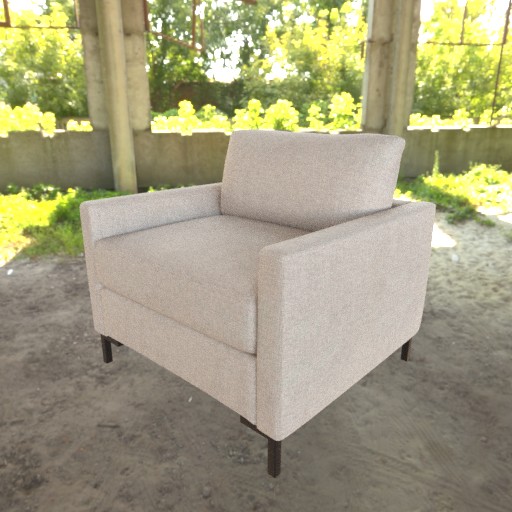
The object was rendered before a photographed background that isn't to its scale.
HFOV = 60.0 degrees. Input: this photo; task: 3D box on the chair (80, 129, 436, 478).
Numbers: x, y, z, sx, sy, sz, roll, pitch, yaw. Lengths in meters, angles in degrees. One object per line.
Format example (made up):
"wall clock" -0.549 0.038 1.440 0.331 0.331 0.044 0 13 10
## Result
"chair" 0.000 0.000 1.598 0.963 0.861 0.866 15 23 40
